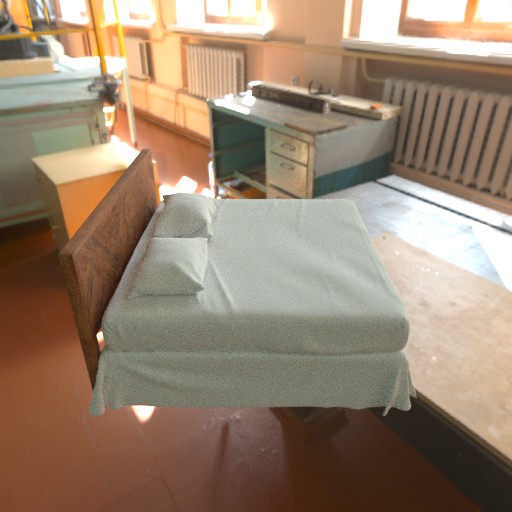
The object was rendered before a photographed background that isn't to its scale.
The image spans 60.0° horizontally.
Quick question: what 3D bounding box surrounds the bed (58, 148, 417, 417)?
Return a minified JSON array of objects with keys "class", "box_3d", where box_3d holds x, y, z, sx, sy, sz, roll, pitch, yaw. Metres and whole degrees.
[{"class":"bed","box_3d":[0.000,0.000,3.552,2.165,1.158,2.255,0,30,0]}]
